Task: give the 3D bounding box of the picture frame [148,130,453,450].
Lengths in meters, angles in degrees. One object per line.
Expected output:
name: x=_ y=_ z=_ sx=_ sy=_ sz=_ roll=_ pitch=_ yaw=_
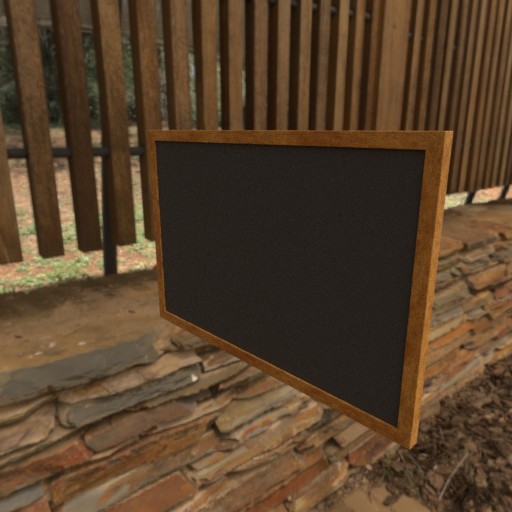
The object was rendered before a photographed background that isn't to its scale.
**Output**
picture frame: x=0.000 y=0.000 z=1.138 sx=0.029 sy=0.621 sz=0.922 roll=-15 pitch=22 yaw=-42
